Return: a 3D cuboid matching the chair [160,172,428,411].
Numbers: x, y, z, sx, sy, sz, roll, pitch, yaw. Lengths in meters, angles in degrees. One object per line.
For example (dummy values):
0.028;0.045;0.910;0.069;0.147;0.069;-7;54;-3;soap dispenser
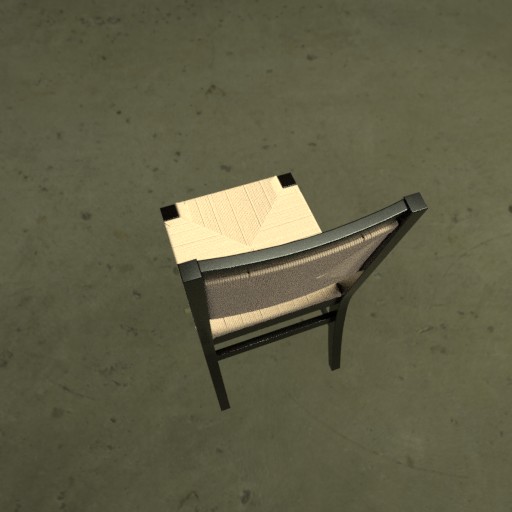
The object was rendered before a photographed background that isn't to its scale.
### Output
0.000;0.000;1.242;0.437;0.927;0.552;-17;60;-10;chair
